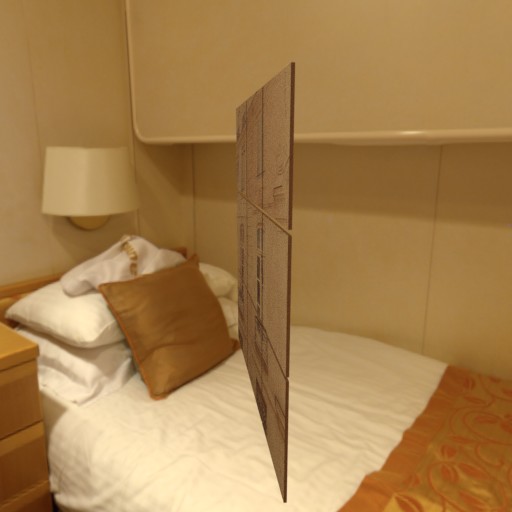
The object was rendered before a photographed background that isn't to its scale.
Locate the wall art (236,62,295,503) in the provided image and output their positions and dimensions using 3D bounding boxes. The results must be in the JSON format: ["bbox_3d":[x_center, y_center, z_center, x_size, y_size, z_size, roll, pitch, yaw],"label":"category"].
[{"bbox_3d":[0.000,0.000,2.201,0.023,1.522,1.526,-2,14,-8],"label":"wall art"}]
